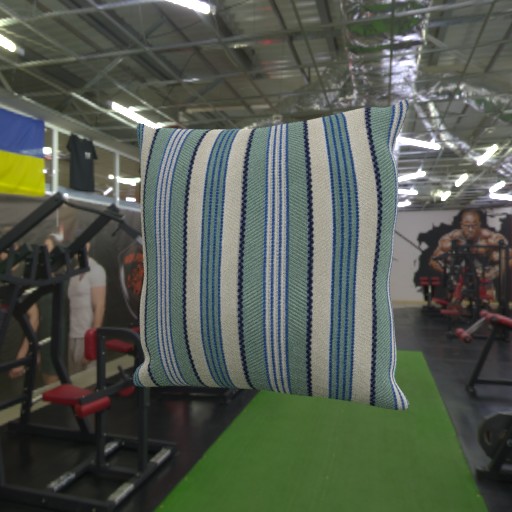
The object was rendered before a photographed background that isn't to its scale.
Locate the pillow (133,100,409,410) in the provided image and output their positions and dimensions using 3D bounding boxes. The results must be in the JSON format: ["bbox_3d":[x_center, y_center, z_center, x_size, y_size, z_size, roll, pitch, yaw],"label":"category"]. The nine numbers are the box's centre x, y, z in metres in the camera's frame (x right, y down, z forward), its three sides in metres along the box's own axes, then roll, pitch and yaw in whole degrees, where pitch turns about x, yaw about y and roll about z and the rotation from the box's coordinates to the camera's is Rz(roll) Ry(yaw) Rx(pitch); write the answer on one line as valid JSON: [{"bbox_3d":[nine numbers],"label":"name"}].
[{"bbox_3d":[0.000,0.000,0.673,0.440,0.441,0.182,0,0,18],"label":"pillow"}]
